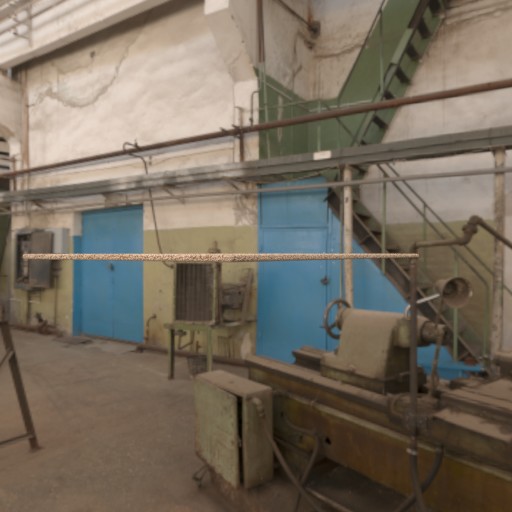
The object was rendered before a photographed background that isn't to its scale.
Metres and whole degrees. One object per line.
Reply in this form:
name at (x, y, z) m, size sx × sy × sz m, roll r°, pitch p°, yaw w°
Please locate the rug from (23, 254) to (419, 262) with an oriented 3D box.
rug at (0.000, 0.000, 3.056) m, size 1.524 × 0.030 × 2.438 m, roll 0°, pitch 0°, yaw 36°
